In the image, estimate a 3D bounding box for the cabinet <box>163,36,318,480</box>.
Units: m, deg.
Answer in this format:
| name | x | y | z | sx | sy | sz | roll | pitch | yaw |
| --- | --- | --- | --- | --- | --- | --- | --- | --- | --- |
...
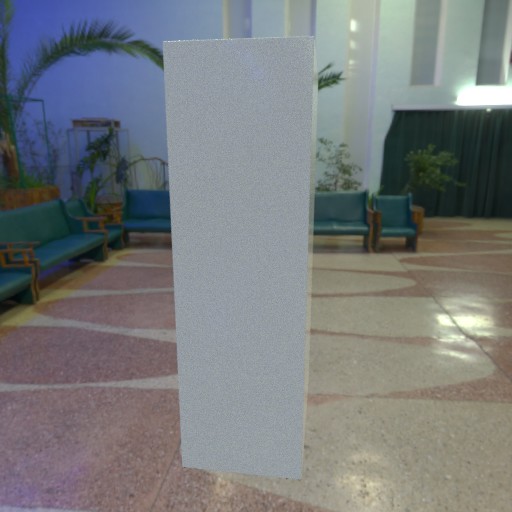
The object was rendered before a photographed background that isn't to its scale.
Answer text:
| name | x | y | z | sx | sy | sz | roll | pitch | yaw |
| --- | --- | --- | --- | --- | --- | --- | --- | --- | --- |
| cabinet | 0.000 | 0.000 | 2.365 | 0.580 | 1.920 | 0.980 | 2 | 14 | 8 |
